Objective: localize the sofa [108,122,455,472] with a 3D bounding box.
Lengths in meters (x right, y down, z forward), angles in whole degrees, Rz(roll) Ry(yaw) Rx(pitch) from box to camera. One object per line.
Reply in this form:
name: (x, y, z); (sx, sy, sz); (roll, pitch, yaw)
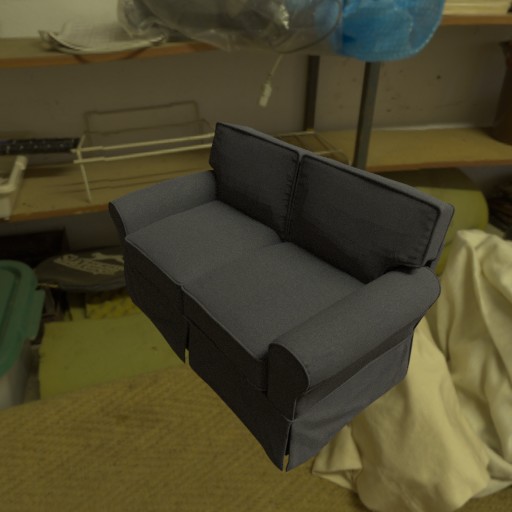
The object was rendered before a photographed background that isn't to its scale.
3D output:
sofa: (0.000, 0.000, 2.433); (0.997, 1.059, 1.801); (-23, 38, -32)
